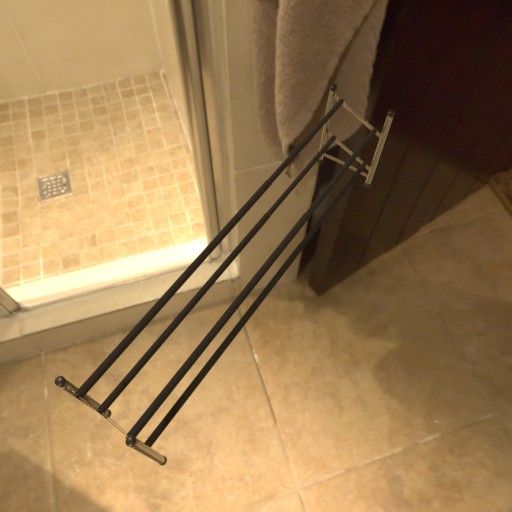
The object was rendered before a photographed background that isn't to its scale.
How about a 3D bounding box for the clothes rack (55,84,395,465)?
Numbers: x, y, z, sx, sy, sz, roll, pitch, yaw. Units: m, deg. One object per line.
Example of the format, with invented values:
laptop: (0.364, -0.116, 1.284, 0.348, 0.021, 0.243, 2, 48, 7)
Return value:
clothes rack: (0.000, 0.000, 1.291, 0.229, 0.349, 1.168, 31, 64, 17)
